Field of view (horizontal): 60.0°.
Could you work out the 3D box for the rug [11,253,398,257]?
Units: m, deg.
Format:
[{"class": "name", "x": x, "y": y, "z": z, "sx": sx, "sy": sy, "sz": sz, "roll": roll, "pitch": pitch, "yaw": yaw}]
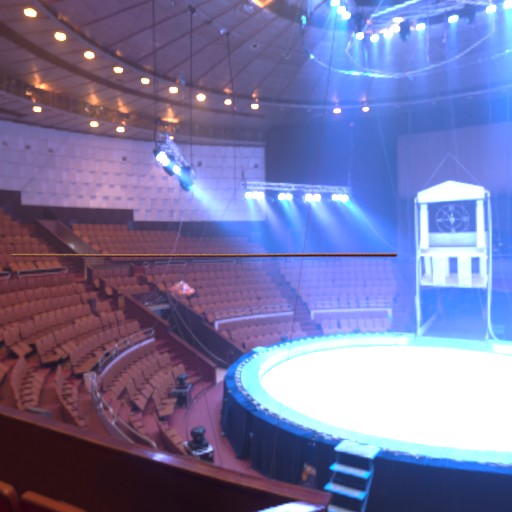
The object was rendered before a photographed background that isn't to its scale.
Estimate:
[{"class": "rug", "x": 0.000, "y": 0.000, "z": 3.987, "sx": 2.410, "sy": 0.021, "sz": 3.055, "roll": 0, "pitch": 0, "yaw": 17}]
